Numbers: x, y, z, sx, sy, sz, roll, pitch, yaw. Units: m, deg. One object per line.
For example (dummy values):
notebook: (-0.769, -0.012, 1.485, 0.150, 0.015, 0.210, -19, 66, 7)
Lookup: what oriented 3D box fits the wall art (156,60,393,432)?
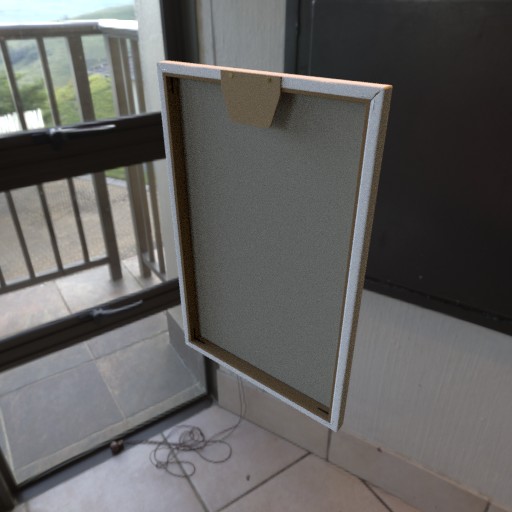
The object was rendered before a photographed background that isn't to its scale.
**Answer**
wall art: (0.000, 0.000, 1.182, 0.602, 0.916, 0.048, 21, 36, 32)
